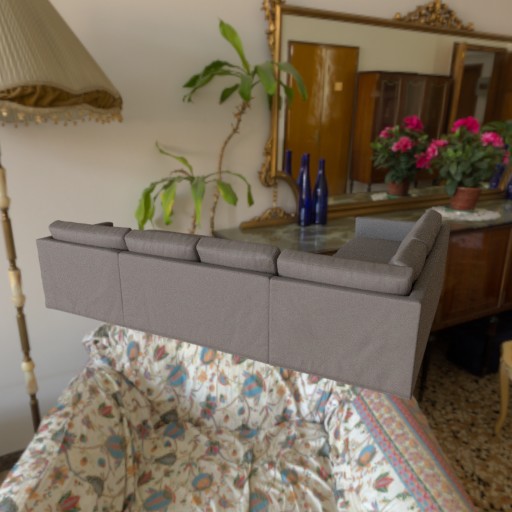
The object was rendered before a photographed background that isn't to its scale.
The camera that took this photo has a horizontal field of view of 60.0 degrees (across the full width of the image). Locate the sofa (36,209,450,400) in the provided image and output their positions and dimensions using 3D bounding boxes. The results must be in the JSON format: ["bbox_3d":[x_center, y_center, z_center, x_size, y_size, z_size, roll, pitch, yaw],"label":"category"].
[{"bbox_3d":[0.000,0.000,4.516,3.460,0.882,2.427,8,19,25],"label":"sofa"}]
